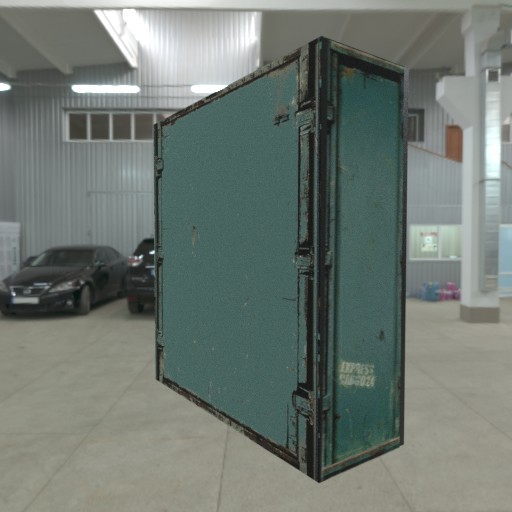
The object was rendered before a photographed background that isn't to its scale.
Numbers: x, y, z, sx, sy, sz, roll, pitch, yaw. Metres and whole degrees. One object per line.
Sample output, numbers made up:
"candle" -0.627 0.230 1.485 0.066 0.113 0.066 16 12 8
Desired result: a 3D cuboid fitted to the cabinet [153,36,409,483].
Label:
"cabinet" 0.000 0.000 3.145 0.680 2.160 2.000 -2 3 -36
